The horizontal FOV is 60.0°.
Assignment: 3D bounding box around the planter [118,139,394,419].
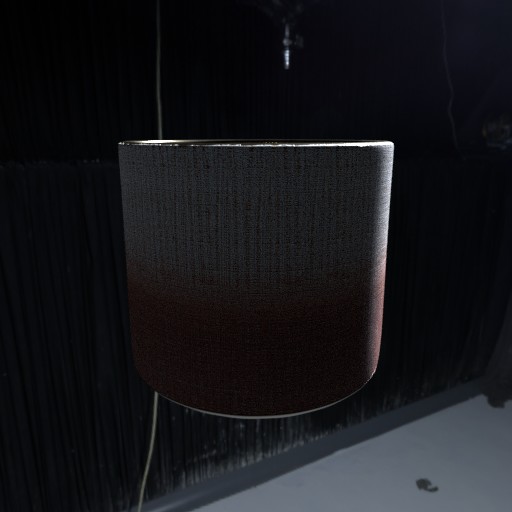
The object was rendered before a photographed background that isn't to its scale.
[{"bbox_3d":[0.000,0.000,0.313,0.178,0.157,0.178,0,15,0],"label":"planter"}]
